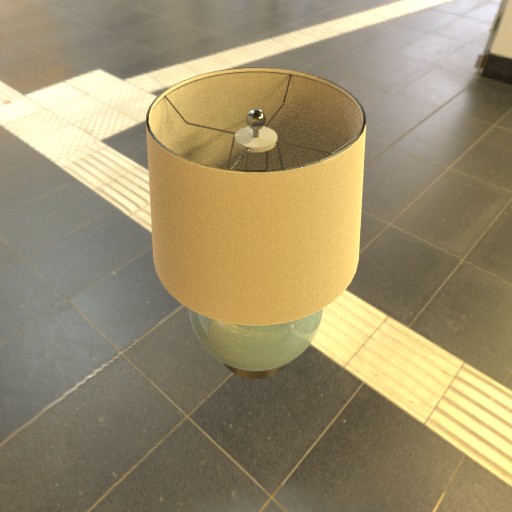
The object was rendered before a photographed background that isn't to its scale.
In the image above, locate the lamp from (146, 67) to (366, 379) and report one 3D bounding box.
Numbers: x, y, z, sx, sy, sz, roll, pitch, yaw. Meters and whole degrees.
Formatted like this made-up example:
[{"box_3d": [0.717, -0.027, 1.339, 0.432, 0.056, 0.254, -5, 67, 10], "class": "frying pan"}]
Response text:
[{"box_3d": [0.000, 0.000, 0.554, 0.247, 0.387, 0.247, 0, 45, 0], "class": "lamp"}]
